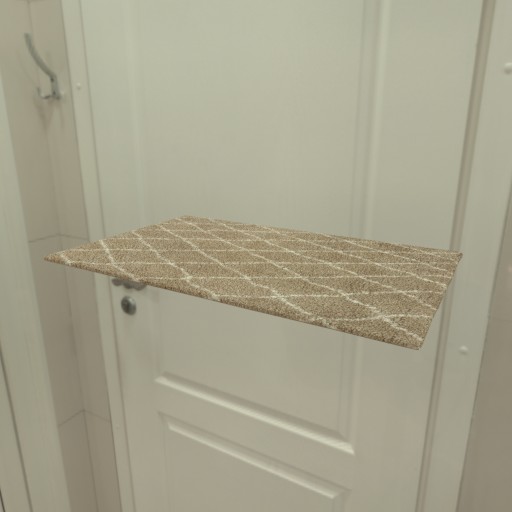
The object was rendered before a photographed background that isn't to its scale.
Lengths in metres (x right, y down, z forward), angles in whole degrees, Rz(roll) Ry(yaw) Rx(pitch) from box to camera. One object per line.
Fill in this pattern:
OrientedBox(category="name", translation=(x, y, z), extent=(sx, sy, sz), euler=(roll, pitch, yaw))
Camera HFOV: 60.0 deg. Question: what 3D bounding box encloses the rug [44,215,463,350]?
OrientedBox(category="rug", translation=(0.000, 0.000, 3.027), extent=(2.438, 0.030, 1.524), euler=(10, 20, 29))
